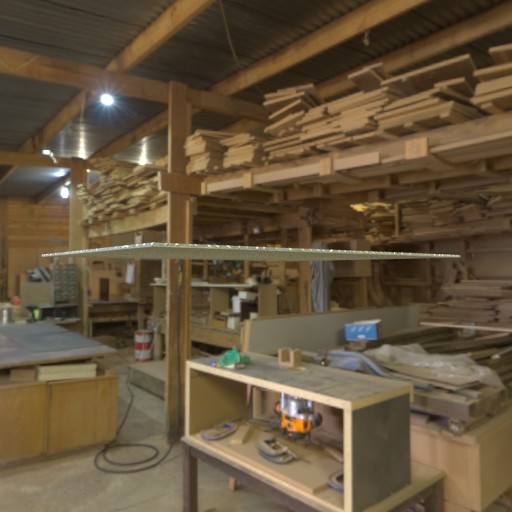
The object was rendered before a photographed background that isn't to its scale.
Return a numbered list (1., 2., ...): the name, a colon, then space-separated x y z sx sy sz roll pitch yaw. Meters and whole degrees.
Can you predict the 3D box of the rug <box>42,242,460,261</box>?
1. rug: 0.000 0.000 2.794 2.144 0.015 1.543 1 -2 -38
